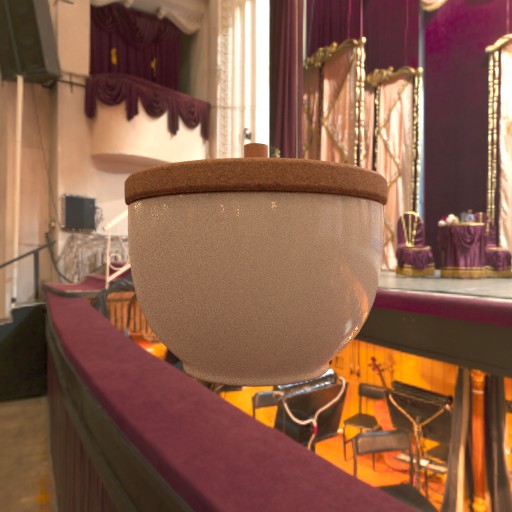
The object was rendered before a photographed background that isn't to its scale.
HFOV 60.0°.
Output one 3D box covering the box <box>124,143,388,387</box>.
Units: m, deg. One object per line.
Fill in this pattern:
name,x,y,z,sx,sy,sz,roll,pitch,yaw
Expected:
box,0.000,0.000,0.188,0.107,0.094,0.107,0,0,0
